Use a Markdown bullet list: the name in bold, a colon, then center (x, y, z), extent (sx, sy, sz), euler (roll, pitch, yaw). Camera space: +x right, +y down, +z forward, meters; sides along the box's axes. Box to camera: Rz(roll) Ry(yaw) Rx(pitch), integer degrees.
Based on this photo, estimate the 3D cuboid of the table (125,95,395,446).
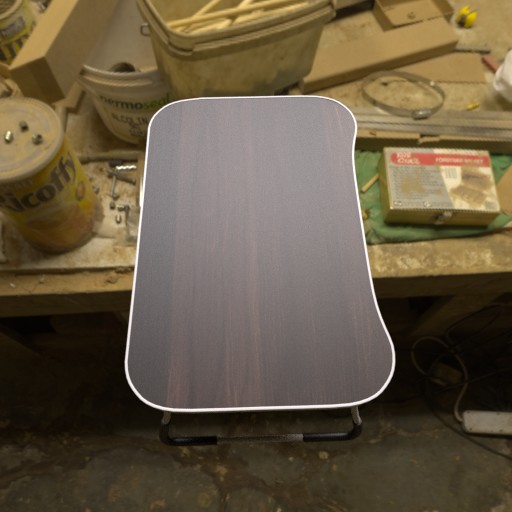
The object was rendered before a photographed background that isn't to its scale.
- **table**: center (0.000, 0.000, 0.858), extent (0.400, 0.232, 0.660), euler (-2, 64, -1)
